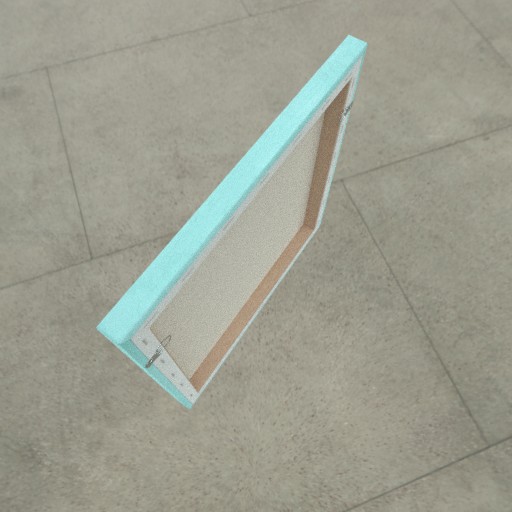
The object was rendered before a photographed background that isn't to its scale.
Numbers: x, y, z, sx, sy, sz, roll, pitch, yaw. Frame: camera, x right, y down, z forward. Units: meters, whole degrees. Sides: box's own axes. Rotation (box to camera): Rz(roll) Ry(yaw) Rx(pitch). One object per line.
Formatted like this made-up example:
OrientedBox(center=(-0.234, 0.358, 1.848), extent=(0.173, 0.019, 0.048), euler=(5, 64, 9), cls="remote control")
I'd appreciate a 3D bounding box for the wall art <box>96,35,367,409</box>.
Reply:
OrientedBox(center=(0.000, 0.000, 1.128), extent=(0.054, 0.766, 0.765), euler=(31, 68, 14), cls="wall art")
